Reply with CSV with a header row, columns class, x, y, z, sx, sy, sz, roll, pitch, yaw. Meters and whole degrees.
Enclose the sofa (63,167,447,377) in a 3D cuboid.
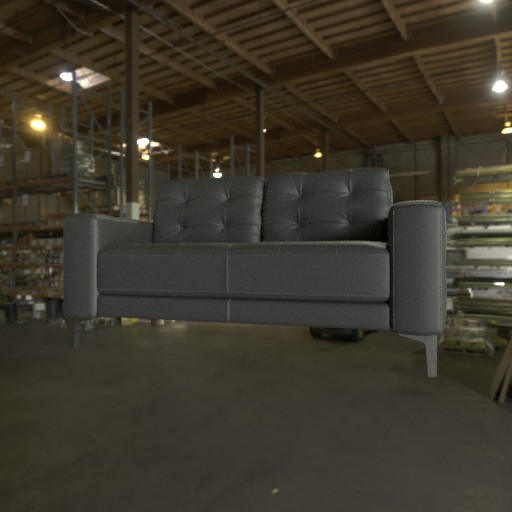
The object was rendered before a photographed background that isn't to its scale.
class,x,y,z,sx,sy,sz,roll,pitch,yaw
sofa,0.000,0.000,2.246,1.726,0.893,0.833,0,0,18
